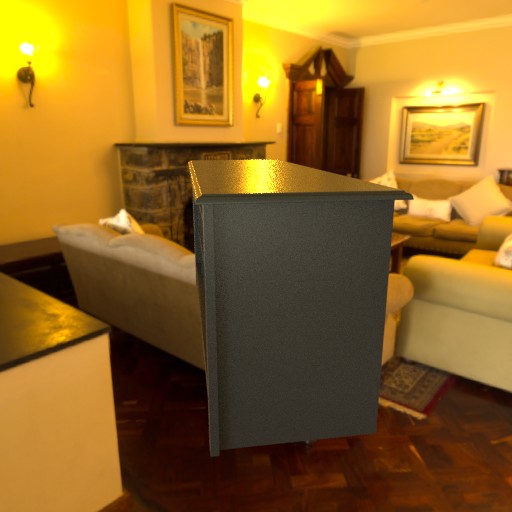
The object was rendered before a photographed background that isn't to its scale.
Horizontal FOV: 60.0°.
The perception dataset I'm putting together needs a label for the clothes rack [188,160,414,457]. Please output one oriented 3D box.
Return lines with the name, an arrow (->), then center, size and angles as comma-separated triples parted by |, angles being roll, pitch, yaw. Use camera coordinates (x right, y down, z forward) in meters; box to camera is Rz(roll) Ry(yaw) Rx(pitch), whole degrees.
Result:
clothes rack -> 0.000, 0.000, 1.448 | 0.406, 0.556, 1.219 | -2, 15, -9
